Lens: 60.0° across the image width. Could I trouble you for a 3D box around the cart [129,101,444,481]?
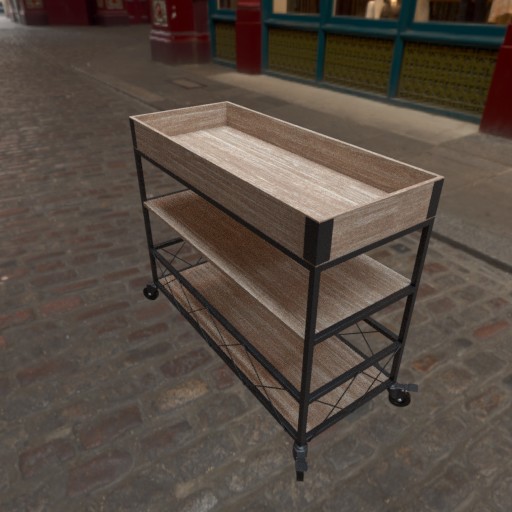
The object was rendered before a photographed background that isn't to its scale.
[{"bbox_3d":[0.000,0.000,1.494,0.500,0.787,1.101,-20,37,-30],"label":"cart"}]
